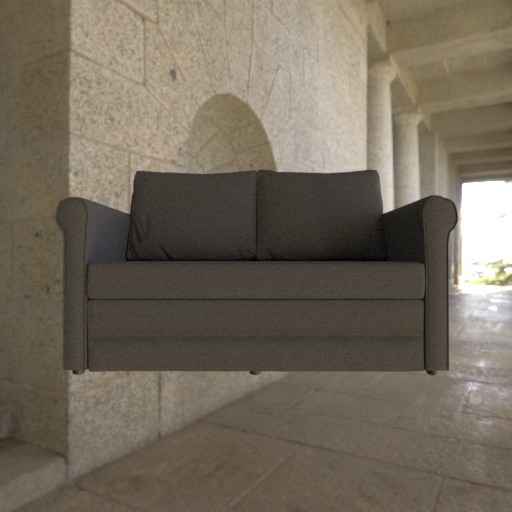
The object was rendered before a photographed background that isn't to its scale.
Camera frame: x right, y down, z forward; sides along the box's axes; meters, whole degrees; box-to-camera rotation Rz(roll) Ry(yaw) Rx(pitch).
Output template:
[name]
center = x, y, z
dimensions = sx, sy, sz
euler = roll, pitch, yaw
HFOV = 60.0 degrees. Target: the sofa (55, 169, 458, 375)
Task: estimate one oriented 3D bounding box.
[sofa]
center = 0.000, 0.000, 1.953
dimensions = 1.460, 0.872, 0.741
euler = 0, 0, 0
